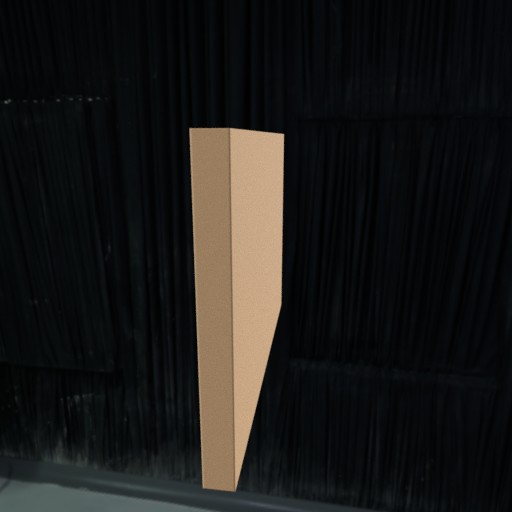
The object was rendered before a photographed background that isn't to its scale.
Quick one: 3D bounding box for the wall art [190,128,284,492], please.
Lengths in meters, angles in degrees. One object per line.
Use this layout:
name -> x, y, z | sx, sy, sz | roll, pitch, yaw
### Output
wall art -> 0.000, 0.000, 0.759 | 0.039, 0.407, 0.609 | 2, 15, 8
